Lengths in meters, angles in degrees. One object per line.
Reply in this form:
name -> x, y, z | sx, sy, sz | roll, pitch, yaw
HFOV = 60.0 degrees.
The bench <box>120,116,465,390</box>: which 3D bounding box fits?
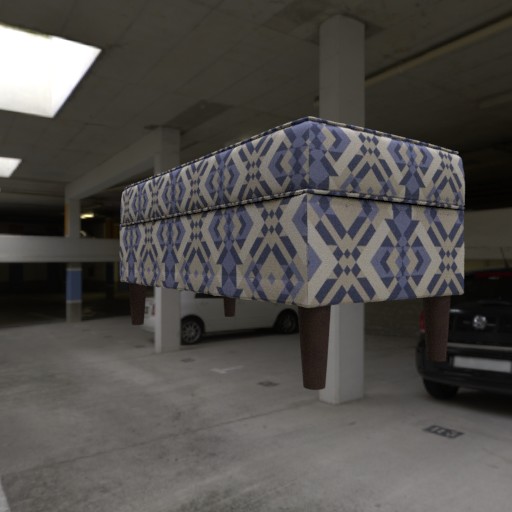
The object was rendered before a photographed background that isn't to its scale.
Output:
bench -> 0.000, 0.000, 1.286 | 0.492, 0.477, 1.016 | 0, 0, -35
